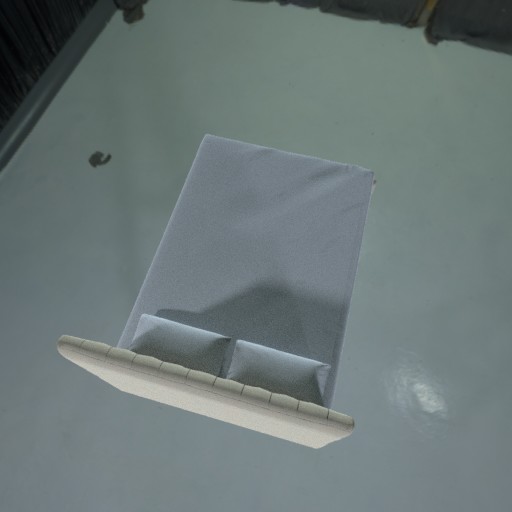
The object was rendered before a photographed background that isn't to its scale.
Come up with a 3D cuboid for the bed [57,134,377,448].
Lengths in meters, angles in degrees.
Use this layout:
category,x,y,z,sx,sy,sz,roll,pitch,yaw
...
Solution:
category,x,y,z,sx,sy,sz,roll,pitch,yaw
bed,0.000,0.000,3.479,1.698,1.427,2.387,14,65,7
